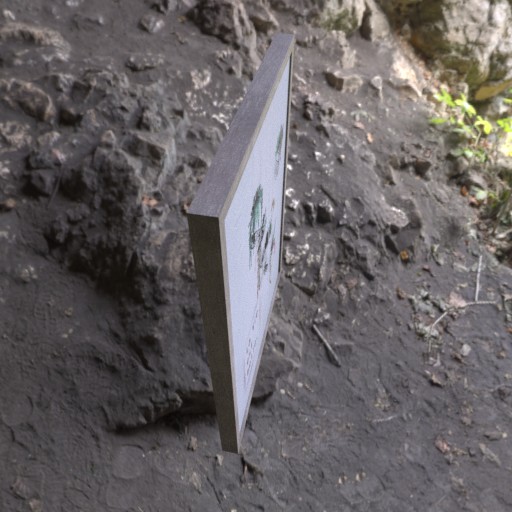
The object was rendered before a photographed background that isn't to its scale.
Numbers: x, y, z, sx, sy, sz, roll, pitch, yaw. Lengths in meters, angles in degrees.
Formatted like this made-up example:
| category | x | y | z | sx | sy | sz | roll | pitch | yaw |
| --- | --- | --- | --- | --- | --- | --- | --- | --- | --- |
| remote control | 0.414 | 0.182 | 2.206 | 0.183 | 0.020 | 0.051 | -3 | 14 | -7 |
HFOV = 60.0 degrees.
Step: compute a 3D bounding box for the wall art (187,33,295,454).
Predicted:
| category | x | y | z | sx | sy | sz | roll | pitch | yaw |
| --- | --- | --- | --- | --- | --- | --- | --- | --- | --- |
| wall art | 0.000 | 0.000 | 0.701 | 0.032 | 0.521 | 0.421 | 9 | 46 | 8 |
